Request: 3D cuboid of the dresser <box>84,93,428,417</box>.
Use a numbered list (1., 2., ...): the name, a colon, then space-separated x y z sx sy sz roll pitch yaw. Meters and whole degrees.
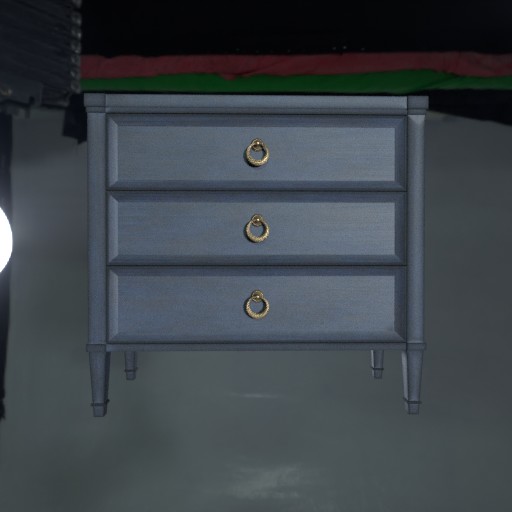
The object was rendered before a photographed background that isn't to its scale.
1. dresser: 0.000 0.000 1.575 1.049 0.986 0.463 0 1 -1
